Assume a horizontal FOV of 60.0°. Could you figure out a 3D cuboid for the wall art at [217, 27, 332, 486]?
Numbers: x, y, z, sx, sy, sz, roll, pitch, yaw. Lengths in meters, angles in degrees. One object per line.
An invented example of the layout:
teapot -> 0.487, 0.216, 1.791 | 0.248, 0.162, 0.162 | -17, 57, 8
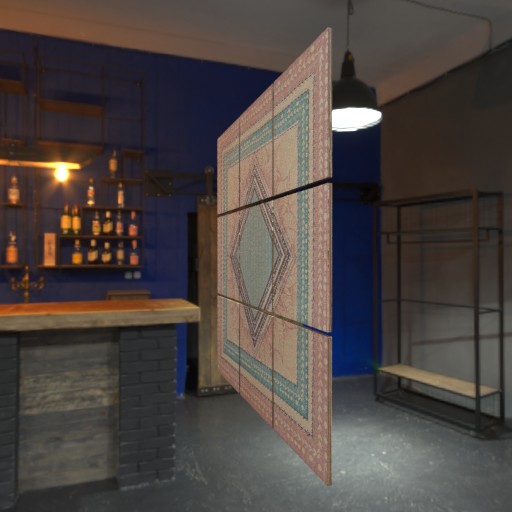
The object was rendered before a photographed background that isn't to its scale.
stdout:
wall art -> 0.000, 0.000, 1.749 | 0.013, 1.213, 1.215 | 0, 0, -19
